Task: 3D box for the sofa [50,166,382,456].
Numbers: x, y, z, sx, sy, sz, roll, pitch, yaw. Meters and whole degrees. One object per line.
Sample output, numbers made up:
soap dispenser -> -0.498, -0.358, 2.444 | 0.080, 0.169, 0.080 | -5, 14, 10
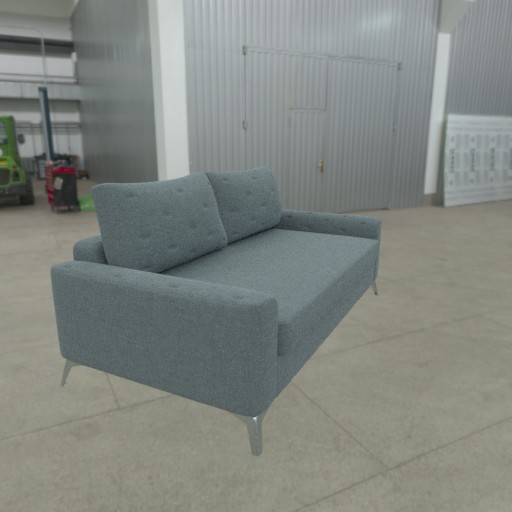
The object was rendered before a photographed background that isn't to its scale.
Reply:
sofa -> 0.000, 0.000, 2.152 | 0.920, 0.790, 1.650 | 8, 17, 26
